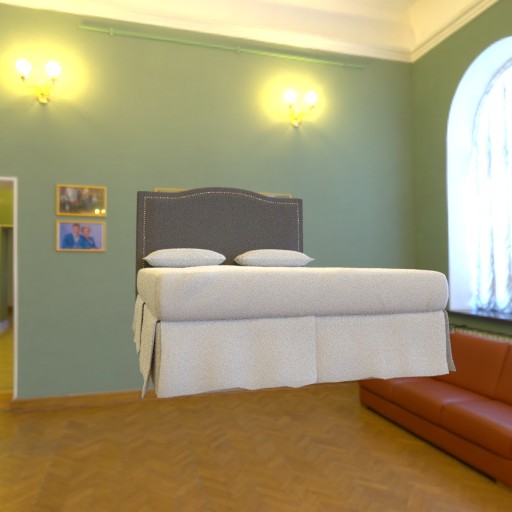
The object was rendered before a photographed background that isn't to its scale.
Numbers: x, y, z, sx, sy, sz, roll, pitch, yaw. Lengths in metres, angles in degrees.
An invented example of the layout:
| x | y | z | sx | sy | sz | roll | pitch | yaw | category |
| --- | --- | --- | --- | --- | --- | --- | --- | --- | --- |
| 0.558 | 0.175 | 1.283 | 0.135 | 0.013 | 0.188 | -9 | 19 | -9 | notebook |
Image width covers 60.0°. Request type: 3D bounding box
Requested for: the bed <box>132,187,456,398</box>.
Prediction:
| x | y | z | sx | sy | sz | roll | pitch | yaw | category |
| --- | --- | --- | --- | --- | --- | --- | --- | --- | --- |
| 0.000 | 0.000 | 3.433 | 1.821 | 1.436 | 2.282 | 0 | -1 | -17 | bed |
